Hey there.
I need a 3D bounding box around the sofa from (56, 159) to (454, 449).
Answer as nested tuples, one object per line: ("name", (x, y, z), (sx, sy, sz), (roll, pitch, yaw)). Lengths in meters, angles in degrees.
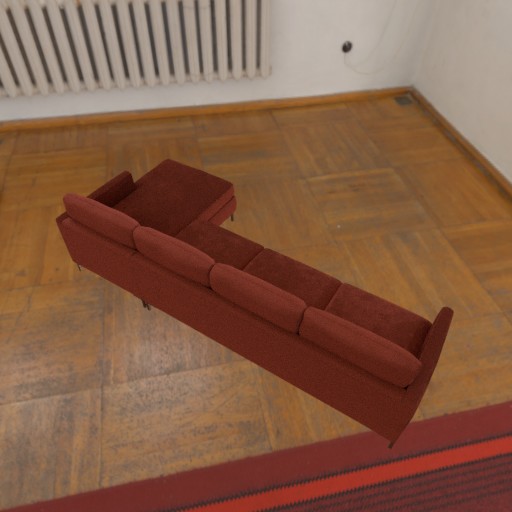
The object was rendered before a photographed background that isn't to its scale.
("sofa", (0.000, 0.000, 3.442), (2.932, 0.810, 1.350), (25, 50, 22))
